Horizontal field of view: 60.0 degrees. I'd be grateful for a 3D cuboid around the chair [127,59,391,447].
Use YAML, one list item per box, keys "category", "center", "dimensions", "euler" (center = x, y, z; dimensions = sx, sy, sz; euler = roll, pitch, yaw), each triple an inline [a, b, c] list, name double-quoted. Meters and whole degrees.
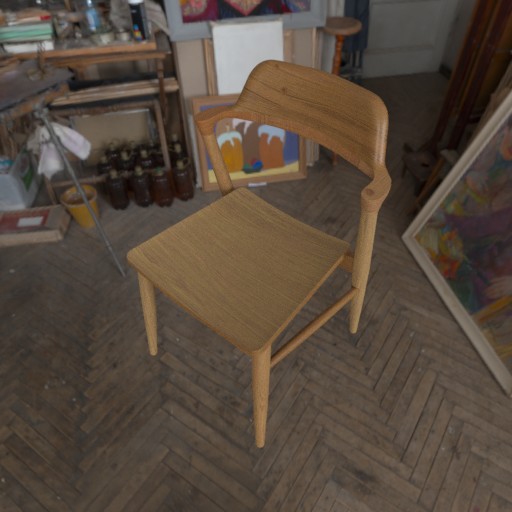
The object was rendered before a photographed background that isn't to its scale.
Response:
- category: "chair"
  center: [0.000, 0.000, 1.137]
  dimensions: [0.512, 0.792, 0.499]
  euler: [31, 54, 27]
